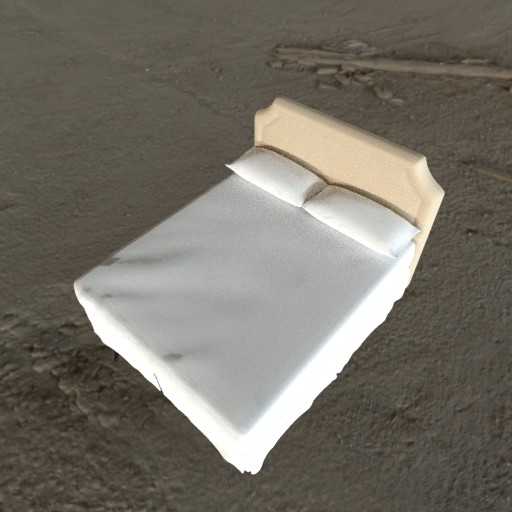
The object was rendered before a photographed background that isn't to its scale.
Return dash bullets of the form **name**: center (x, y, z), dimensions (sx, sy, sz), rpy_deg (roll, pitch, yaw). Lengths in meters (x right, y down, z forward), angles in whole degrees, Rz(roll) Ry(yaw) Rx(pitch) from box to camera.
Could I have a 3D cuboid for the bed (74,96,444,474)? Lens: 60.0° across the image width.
- **bed**: center (0.000, 0.000, 3.931), dimensions (2.134, 1.524, 2.548), rpy_deg (33, 56, 26)
